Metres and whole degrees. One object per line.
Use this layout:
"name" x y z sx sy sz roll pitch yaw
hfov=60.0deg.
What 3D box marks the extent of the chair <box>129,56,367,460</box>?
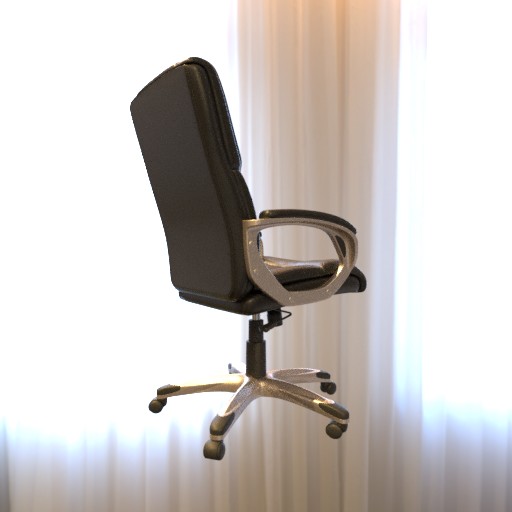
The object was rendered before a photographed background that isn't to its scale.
"chair" 0.000 0.000 1.602 0.780 1.145 0.700 -1 2 -35
